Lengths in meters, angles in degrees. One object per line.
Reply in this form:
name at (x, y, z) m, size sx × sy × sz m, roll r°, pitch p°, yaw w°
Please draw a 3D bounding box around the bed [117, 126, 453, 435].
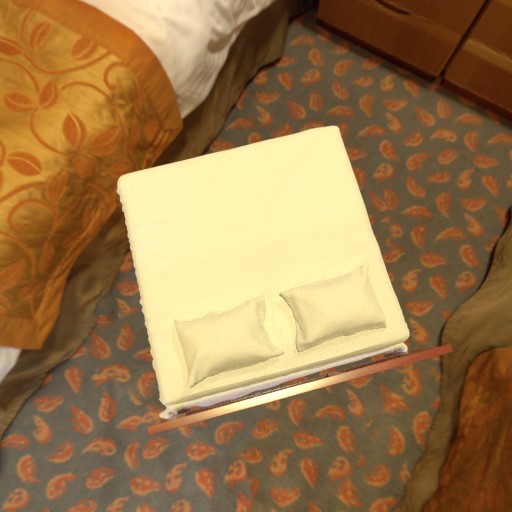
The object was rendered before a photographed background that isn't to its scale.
bed at (0.000, 0.000, 3.671) m, size 2.314 × 1.271 × 2.219 m, roll -14°, pitch 76°, yaw -4°
